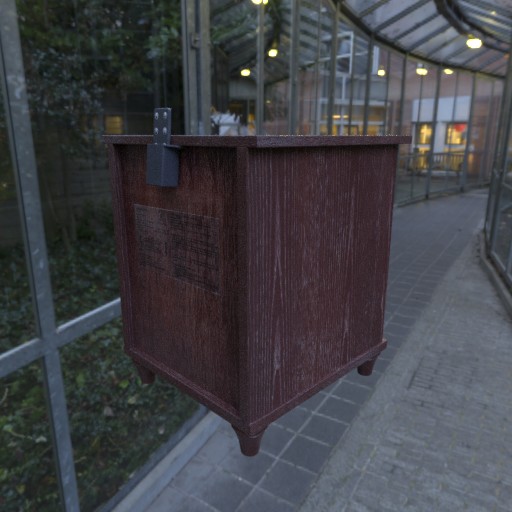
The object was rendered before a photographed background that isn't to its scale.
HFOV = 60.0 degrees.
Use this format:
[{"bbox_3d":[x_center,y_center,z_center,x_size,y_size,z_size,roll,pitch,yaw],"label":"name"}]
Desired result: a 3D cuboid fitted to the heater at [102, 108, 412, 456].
[{"bbox_3d":[0.000,0.000,0.783,0.362,0.481,0.400,15,21,43],"label":"heater"}]
